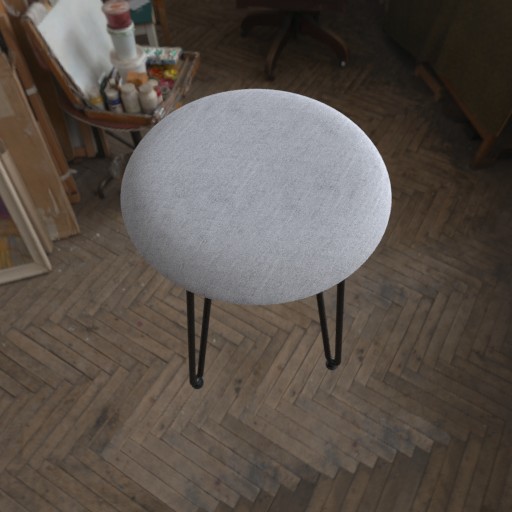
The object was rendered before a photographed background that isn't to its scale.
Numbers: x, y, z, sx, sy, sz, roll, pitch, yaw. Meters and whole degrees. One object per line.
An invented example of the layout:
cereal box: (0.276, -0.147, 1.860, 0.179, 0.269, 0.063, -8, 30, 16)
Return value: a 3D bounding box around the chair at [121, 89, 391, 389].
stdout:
chair: (0.000, 0.000, 0.647, 0.350, 0.386, 0.350, 33, 64, 19)
